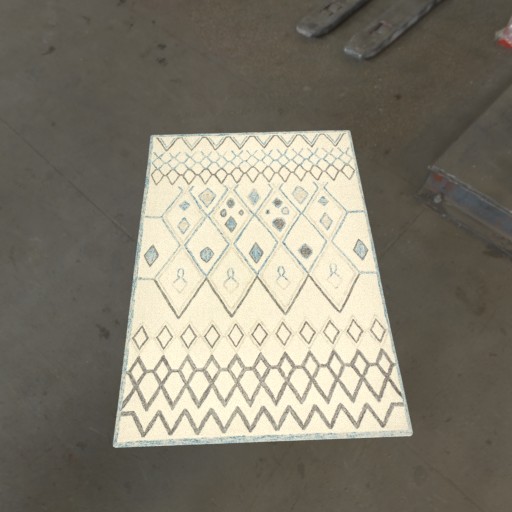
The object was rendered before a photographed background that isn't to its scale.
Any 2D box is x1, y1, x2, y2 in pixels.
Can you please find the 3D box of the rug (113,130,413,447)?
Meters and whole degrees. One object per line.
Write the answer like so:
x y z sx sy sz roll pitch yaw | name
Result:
0.000 0.000 2.328 1.260 0.009 1.820 -2 59 -1 | rug
